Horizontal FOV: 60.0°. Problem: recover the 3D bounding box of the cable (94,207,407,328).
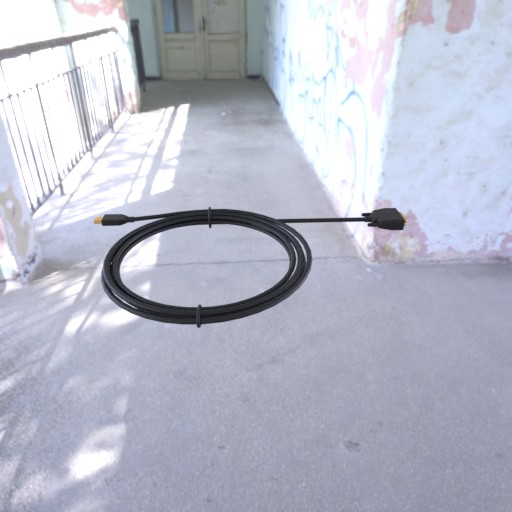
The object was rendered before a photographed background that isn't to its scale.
[{"bbox_3d":[0.000,0.000,0.514,0.422,0.030,0.257,-1,30,-2],"label":"cable"}]
